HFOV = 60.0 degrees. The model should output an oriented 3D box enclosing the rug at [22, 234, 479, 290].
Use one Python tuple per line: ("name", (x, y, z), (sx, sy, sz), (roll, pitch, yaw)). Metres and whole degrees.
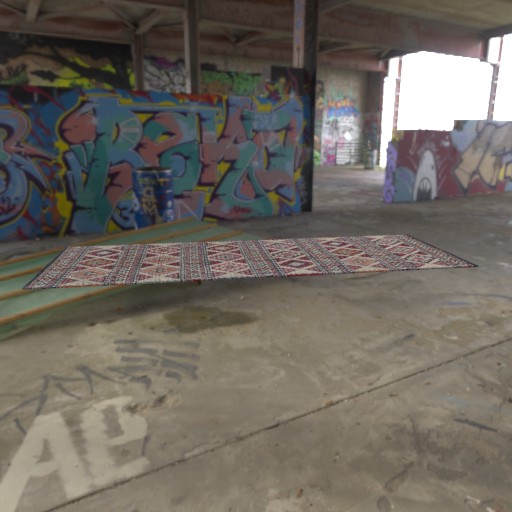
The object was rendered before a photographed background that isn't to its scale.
("rug", (0.000, 0.000, 2.649), (2.362, 0.008, 0.832), (-2, 15, -9))
